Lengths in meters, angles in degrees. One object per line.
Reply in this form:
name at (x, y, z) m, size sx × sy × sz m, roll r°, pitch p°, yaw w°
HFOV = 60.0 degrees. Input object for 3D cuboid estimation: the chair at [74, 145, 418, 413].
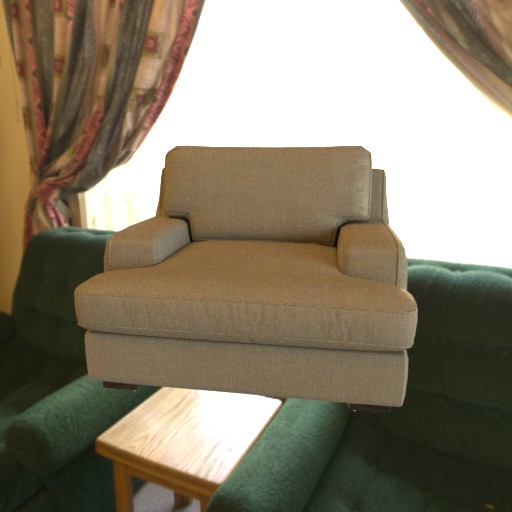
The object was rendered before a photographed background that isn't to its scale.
chair at (0.000, 0.000, 2.005) m, size 1.270 × 0.974 × 1.043 m, roll 2°, pitch 14°, yaw 9°
